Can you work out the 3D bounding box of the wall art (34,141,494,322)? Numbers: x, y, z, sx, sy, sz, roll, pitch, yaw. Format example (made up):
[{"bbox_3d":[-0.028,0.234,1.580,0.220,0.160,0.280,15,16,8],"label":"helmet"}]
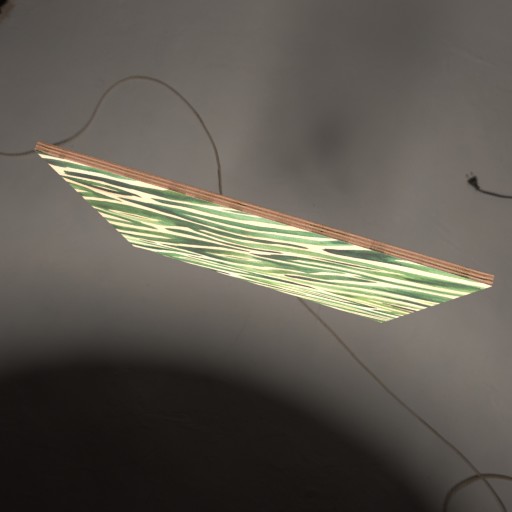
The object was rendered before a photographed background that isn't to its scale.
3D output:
[{"bbox_3d":[0.000,0.000,0.668,0.508,0.408,0.012,17,77,4],"label":"wall art"}]
